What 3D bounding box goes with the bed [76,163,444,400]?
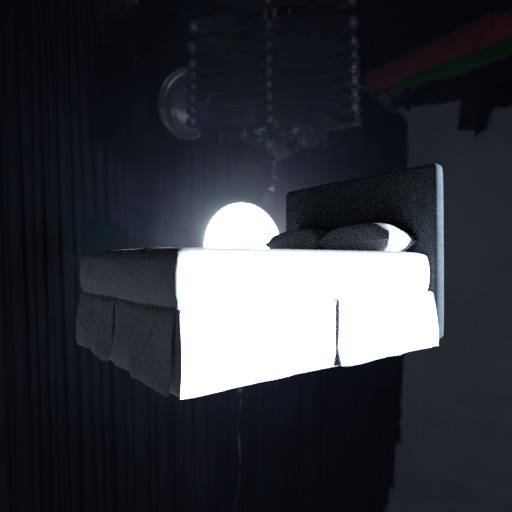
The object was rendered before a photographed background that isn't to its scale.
[{"bbox_3d":[0.000,0.000,3.203,2.142,1.330,1.713,1,-1,-36],"label":"bed"}]
